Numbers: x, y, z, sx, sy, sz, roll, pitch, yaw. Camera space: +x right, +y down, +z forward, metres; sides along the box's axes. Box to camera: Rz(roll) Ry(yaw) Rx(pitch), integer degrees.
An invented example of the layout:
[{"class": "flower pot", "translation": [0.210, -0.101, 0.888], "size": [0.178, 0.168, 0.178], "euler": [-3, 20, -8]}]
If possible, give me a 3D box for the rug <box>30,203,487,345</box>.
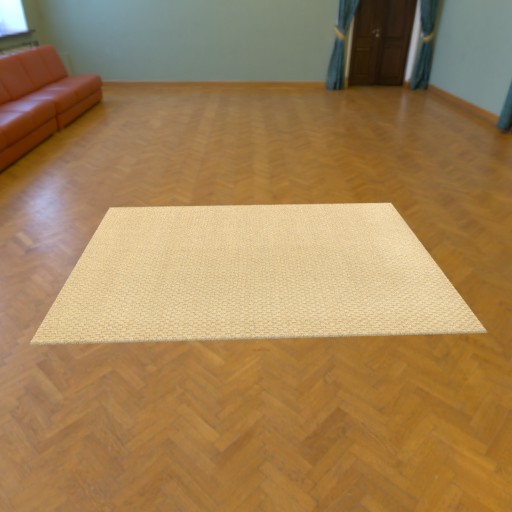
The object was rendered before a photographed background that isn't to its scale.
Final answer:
[{"class": "rug", "translation": [0.000, 0.000, 2.726], "size": [2.144, 0.013, 1.509], "euler": [-1, 31, -2]}]
